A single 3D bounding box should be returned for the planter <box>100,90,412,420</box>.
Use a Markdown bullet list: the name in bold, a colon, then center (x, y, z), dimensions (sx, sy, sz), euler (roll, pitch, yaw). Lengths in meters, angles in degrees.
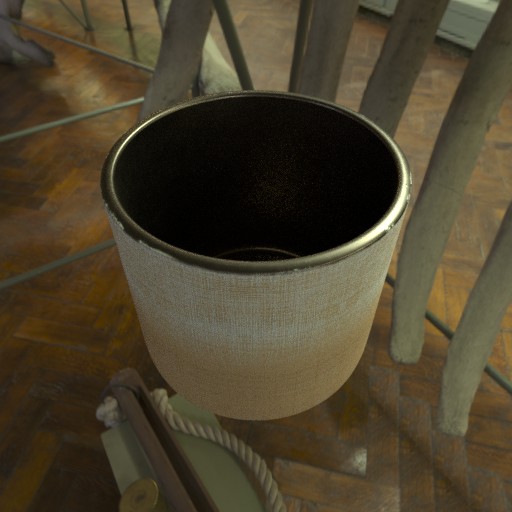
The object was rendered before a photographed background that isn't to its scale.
- **planter**: center (0.000, 0.000, 0.387), dimensions (0.221, 0.201, 0.221), euler (0, 46, 0)
